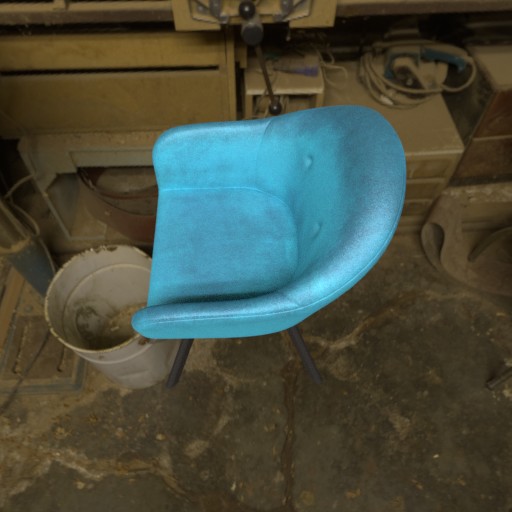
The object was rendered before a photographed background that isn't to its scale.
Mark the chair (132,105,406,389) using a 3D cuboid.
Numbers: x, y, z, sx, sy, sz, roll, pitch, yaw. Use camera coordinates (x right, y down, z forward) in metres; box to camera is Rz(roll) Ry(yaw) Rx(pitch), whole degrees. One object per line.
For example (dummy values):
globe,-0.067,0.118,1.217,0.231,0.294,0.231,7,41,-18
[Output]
chair,0.000,0.000,1.159,0.570,0.780,0.540,-2,58,-1
